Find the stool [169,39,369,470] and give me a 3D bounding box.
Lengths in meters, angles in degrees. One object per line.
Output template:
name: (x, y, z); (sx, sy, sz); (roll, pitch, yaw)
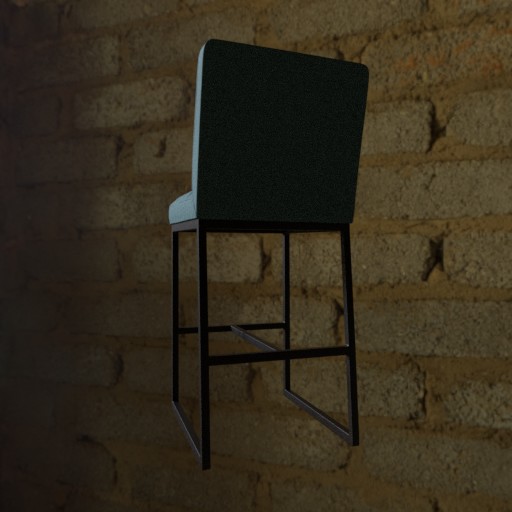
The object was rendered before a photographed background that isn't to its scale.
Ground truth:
stool: (0.000, 0.000, 1.362); (0.460, 1.040, 0.560); (0, -1, -19)
